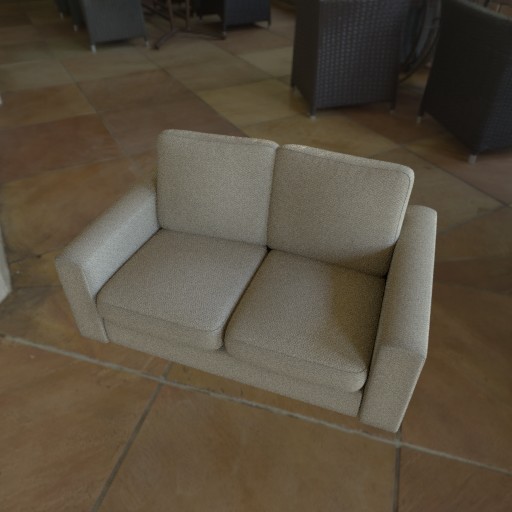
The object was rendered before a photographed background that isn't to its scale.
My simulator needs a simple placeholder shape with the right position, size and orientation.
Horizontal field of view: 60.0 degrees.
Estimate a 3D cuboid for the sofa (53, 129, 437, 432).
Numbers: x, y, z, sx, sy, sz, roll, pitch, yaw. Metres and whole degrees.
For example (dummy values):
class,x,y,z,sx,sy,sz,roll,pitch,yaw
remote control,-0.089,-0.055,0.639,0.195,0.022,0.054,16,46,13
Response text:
class,x,y,z,sx,sy,sz,roll,pitch,yaw
sofa,0.000,0.000,2.181,1.616,0.873,1.016,13,41,15
